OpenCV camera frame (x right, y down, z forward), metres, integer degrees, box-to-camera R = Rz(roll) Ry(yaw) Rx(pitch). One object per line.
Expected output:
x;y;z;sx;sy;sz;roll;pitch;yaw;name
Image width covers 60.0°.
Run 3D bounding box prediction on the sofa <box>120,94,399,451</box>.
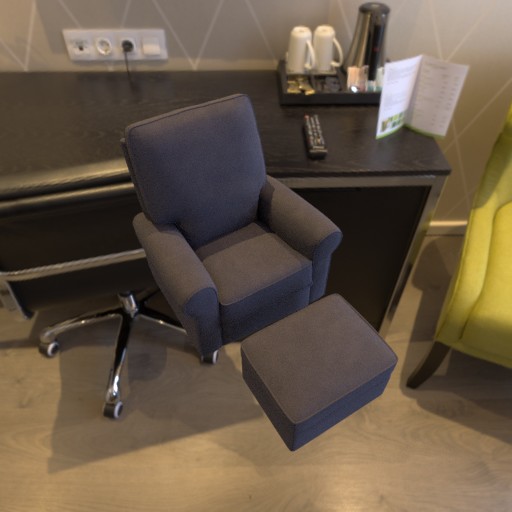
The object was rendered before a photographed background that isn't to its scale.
0.000;0.000;2.109;0.880;0.959;1.478;-24;51;-21;sofa
